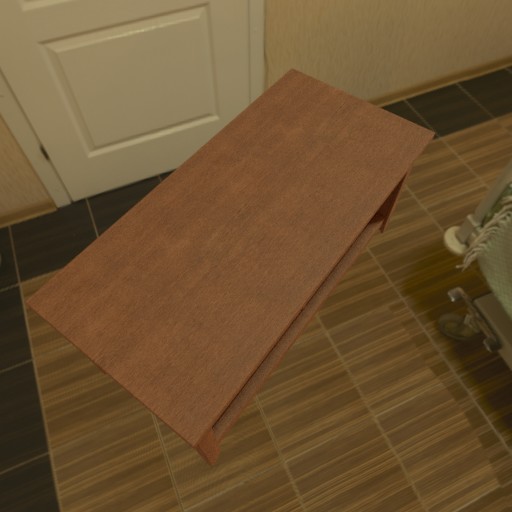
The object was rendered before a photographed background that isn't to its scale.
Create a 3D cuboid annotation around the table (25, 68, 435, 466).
[{"bbox_3d":[0.000,0.000,1.284,0.483,0.457,1.016,32,63,19],"label":"table"}]
